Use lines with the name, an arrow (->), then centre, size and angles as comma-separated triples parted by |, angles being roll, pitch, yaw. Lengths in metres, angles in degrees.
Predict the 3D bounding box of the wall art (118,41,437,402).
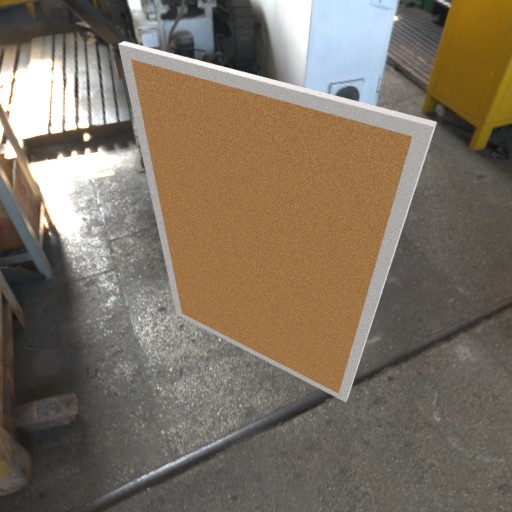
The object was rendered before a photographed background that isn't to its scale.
wall art -> 0.000, 0.000, 0.802 | 0.456, 0.656, 0.013 | 23, 50, 21
